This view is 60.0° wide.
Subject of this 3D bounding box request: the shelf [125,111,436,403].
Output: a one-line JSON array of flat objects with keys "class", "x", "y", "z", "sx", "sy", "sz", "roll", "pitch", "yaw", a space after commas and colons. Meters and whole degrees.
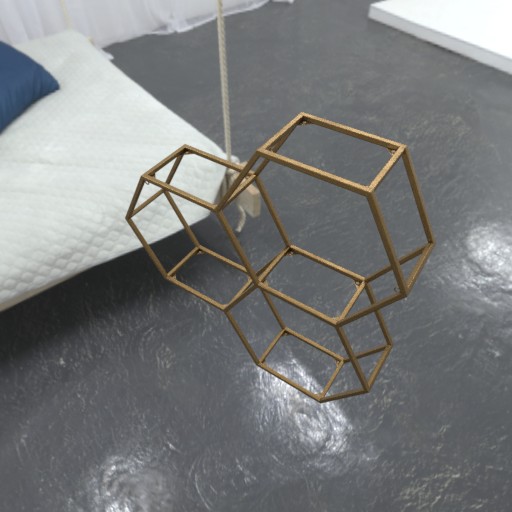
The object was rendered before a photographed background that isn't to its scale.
[{"class": "shelf", "x": 0.000, "y": 0.000, "z": 1.046, "sx": 0.708, "sy": 0.701, "sz": 0.150, "roll": 26, "pitch": 52, "yaw": 22}]
